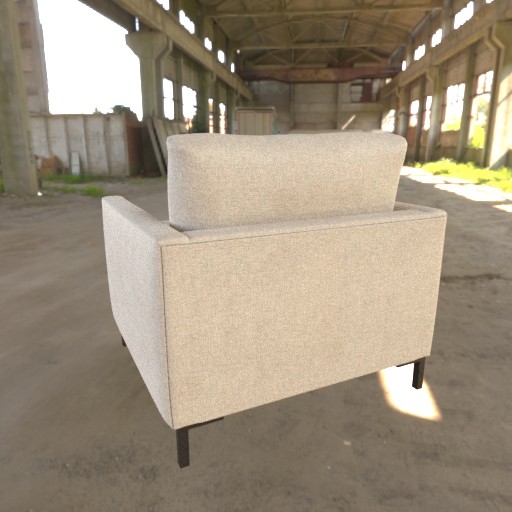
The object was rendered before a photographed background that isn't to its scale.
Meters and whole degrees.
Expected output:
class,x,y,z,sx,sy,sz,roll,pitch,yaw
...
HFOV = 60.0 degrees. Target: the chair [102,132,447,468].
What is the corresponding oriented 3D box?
class,x,y,z,sx,sy,sz,roll,pitch,yaw
chair,0.000,0.000,1.610,0.963,0.861,0.866,-7,16,-26
